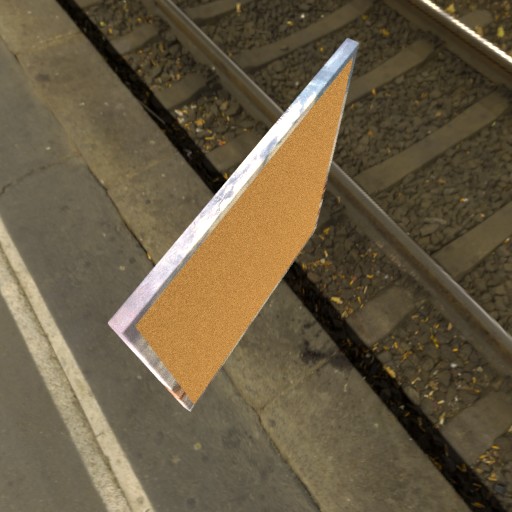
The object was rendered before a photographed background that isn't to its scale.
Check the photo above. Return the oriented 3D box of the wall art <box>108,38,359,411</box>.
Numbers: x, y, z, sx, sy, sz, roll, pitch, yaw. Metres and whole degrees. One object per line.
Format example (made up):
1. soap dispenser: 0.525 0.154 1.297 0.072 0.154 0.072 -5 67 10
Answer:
1. wall art: 0.000 0.000 1.327 0.035 0.897 0.888 30 66 15
